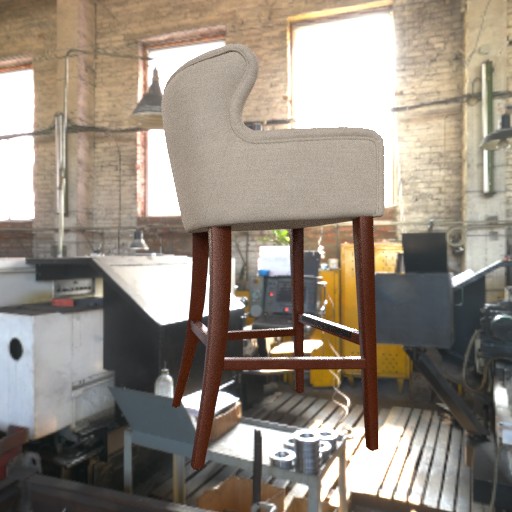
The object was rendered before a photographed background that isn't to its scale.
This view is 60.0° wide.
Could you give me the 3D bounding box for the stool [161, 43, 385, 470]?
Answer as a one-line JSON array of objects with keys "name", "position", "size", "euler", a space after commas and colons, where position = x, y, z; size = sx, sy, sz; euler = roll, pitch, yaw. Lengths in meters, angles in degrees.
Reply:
[{"name": "stool", "position": [0.000, 0.000, 1.353], "size": [0.563, 1.034, 0.556], "euler": [0, 0, -17]}]
